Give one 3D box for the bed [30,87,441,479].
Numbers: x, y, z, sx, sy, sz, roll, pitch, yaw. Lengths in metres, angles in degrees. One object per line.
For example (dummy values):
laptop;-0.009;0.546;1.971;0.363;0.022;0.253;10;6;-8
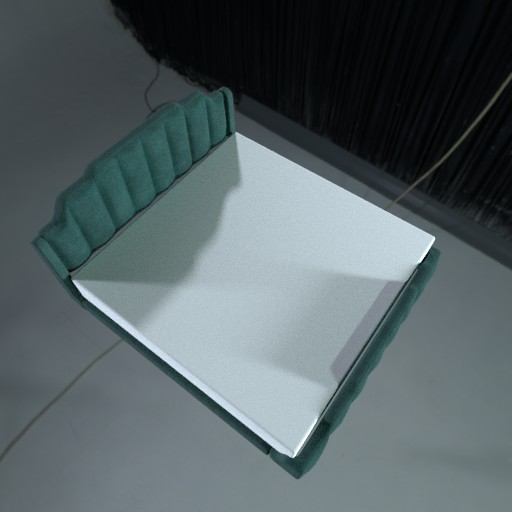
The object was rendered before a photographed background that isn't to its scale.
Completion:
bed;0.000;0.000;3.414;2.340;1.245;2.074;32;63;19
